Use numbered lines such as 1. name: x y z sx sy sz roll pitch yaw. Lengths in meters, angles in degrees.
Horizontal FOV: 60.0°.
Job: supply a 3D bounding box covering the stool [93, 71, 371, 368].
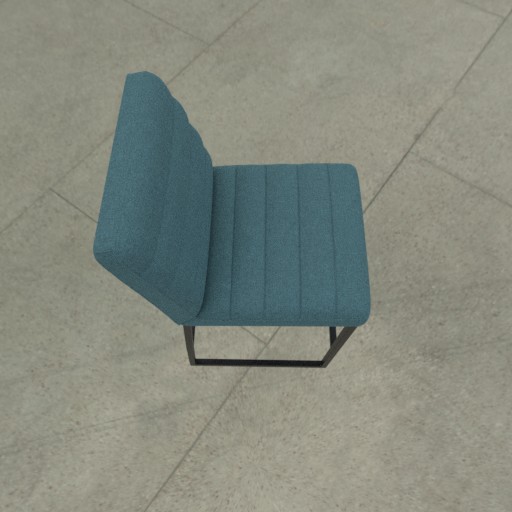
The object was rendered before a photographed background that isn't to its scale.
1. stool: 0.000 0.000 1.266 0.560 0.940 0.460 1 65 0
